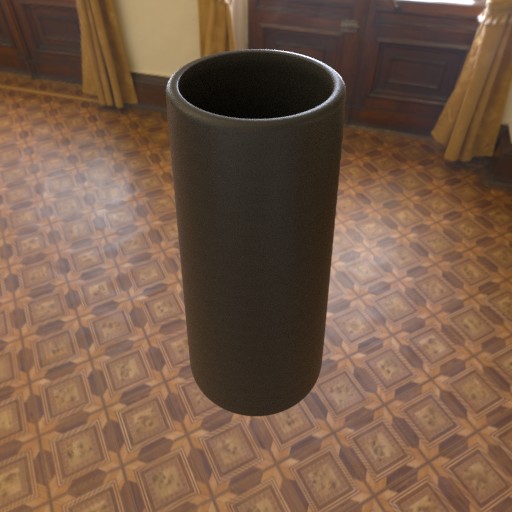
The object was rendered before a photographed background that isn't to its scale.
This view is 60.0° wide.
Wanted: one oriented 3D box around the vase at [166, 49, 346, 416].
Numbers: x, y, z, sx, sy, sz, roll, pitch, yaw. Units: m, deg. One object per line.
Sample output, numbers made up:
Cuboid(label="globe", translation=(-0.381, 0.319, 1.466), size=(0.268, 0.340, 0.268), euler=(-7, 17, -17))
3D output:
Cuboid(label="vase", translation=(0.000, 0.000, 0.361), size=(0.136, 0.289, 0.136), euler=(22, 49, 21))
